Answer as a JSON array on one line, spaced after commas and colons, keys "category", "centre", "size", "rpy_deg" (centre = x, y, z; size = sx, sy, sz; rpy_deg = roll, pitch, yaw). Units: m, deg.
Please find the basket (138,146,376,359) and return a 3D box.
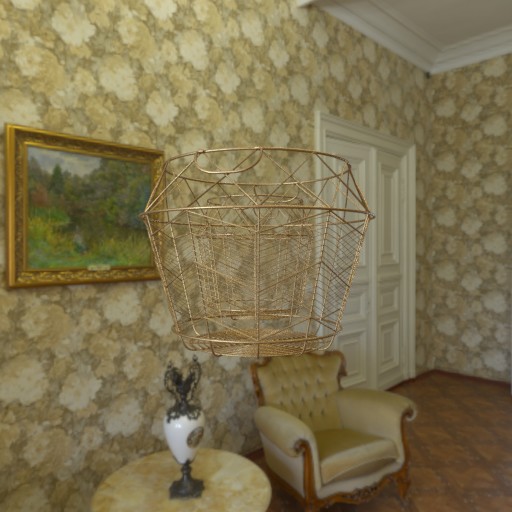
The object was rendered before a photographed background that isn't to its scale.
[{"category": "basket", "centre": [0.000, 0.000, 1.049], "size": [0.451, 0.343, 0.805], "rpy_deg": [0, 0, -1]}]
